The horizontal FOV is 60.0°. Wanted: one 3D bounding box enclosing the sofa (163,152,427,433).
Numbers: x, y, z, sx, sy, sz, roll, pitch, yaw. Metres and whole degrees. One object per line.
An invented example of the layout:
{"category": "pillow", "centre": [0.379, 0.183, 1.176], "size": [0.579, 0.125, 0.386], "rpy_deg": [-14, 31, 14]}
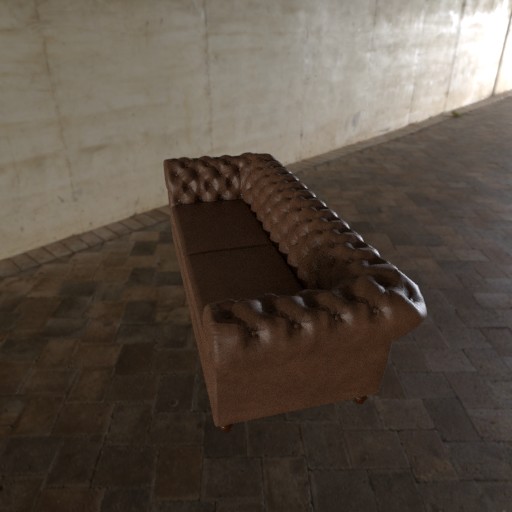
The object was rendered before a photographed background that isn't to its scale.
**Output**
{"category": "sofa", "centre": [0.000, 0.000, 2.829], "size": [0.944, 0.783, 2.385], "rpy_deg": [-7, 29, -13]}
